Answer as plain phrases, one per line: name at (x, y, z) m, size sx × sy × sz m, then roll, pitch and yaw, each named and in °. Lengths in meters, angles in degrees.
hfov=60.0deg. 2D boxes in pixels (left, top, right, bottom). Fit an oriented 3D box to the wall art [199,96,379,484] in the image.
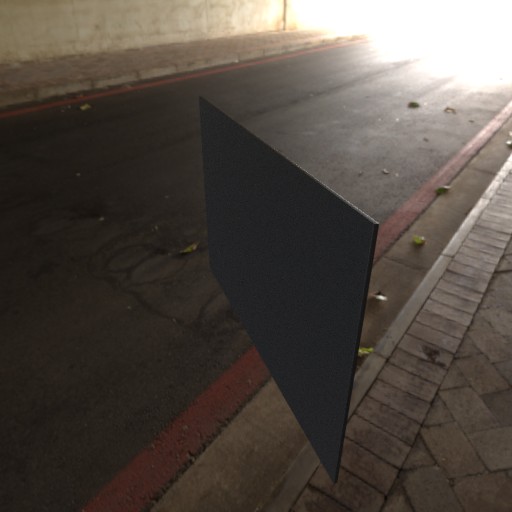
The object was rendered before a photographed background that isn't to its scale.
wall art at (0.000, 0.000, 1.496) m, size 0.013 × 0.811 × 1.192 m, roll -12°, pitch 33°, yaw -19°
